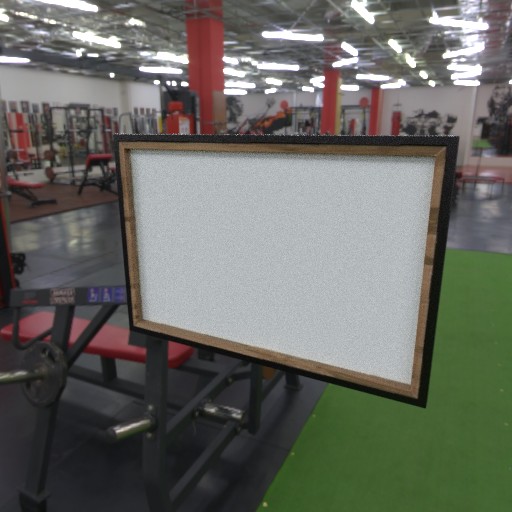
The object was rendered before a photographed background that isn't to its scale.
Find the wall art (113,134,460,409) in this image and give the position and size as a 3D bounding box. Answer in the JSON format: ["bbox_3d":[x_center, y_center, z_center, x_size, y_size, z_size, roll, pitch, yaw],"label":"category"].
[{"bbox_3d":[0.000,0.000,0.844,0.659,0.446,0.022,8,18,26],"label":"wall art"}]
